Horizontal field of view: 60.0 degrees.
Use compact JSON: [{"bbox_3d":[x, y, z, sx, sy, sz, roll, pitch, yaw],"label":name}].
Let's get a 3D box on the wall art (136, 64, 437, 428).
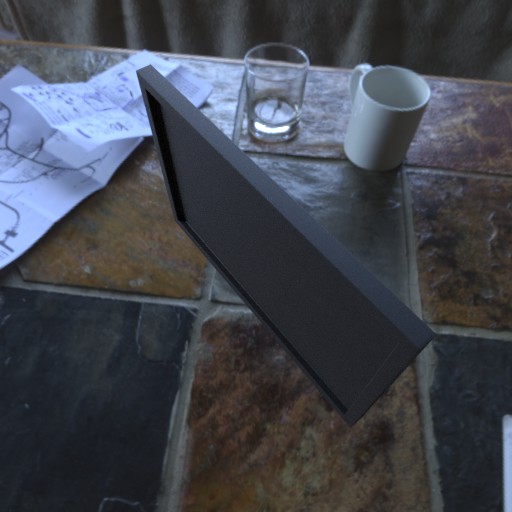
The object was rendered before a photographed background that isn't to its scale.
[{"bbox_3d":[0.000,0.000,0.570,0.021,0.301,0.443,-33,64,-19],"label":"wall art"}]
